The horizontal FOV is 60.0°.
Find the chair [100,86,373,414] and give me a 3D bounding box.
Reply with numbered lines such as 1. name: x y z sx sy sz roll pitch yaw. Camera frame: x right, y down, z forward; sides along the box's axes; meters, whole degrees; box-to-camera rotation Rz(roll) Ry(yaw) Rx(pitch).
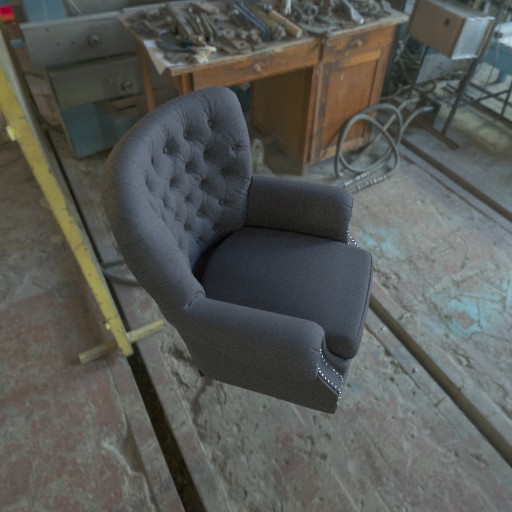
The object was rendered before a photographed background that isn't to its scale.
1. chair: 0.000 0.000 1.834 0.983 1.046 0.983 12 48 11
